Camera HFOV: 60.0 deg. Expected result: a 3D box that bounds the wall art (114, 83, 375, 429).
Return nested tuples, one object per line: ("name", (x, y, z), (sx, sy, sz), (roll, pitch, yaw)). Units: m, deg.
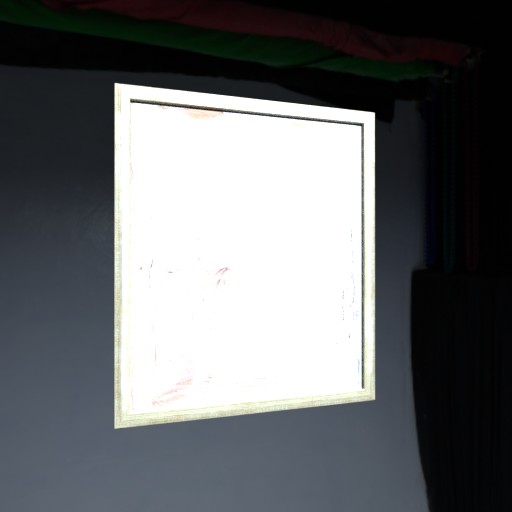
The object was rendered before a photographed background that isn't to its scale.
("wall art", (0.000, 0.000, 0.792), (0.483, 0.559, 0.009), (0, 0, -18))
